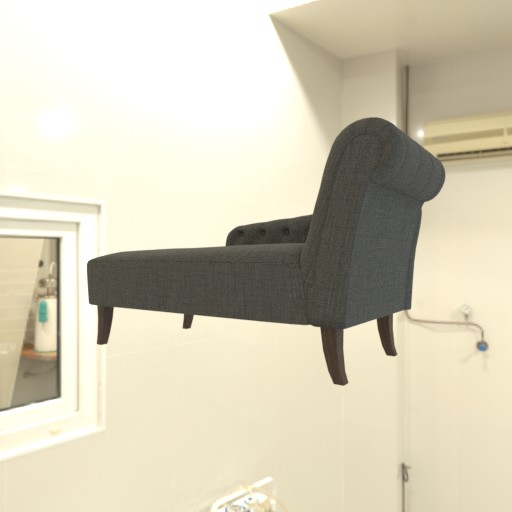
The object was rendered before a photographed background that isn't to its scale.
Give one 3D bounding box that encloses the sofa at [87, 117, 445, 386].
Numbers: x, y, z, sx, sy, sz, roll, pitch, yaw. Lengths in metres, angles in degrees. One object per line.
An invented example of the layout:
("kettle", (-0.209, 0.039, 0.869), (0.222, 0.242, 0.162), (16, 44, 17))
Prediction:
("sofa", (0.000, 0.000, 1.840), (1.379, 0.787, 0.675), (0, 0, 35))
